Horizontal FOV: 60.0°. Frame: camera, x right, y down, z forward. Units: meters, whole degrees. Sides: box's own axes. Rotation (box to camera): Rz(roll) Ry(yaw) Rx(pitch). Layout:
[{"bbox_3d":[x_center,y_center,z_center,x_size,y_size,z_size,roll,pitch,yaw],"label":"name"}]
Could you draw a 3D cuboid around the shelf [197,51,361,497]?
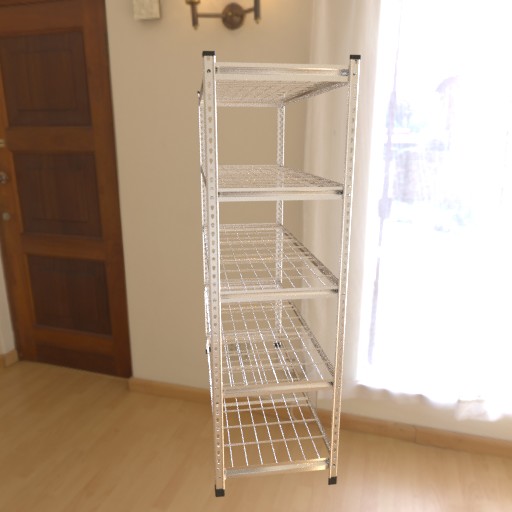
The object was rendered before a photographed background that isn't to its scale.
[{"bbox_3d":[0.000,0.000,2.647,0.610,1.981,1.524,-2,15,-8],"label":"shelf"}]
